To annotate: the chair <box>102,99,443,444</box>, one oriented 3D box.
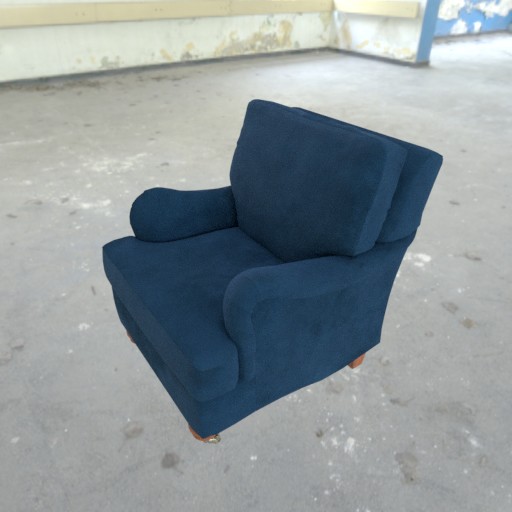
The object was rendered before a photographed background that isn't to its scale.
[{"bbox_3d":[0.000,0.000,1.844,1.078,1.076,0.895,-20,37,-29],"label":"chair"}]
